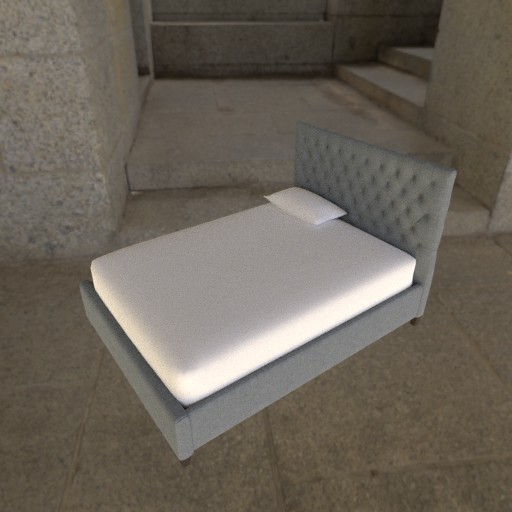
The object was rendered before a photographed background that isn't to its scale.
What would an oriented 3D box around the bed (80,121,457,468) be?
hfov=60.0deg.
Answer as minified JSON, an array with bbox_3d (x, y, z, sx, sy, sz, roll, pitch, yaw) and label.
[{"bbox_3d":[0.000,0.000,3.466,2.335,1.411,1.698,-21,37,-30],"label":"bed"}]
